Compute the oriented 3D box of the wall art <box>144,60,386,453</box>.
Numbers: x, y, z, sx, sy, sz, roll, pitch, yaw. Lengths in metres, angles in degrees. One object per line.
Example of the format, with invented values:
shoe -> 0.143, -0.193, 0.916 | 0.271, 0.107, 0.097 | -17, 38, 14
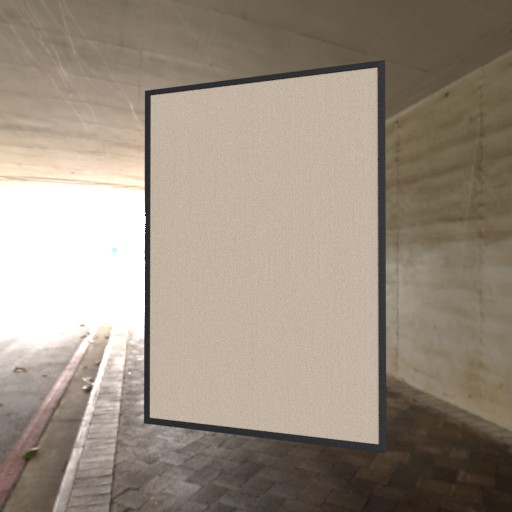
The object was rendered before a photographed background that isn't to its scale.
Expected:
wall art -> 0.000, 0.000, 0.814 | 0.457, 0.657, 0.013 | 0, -1, 17
